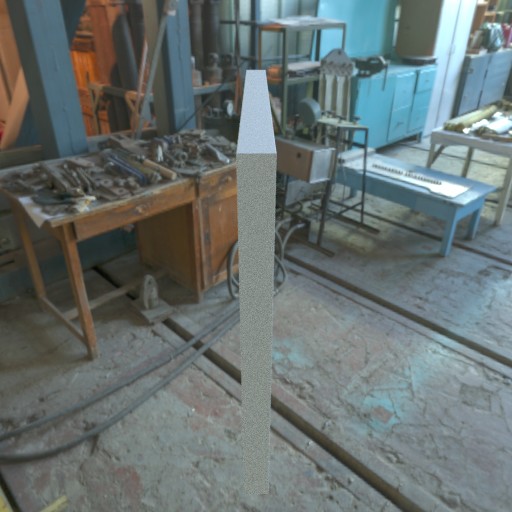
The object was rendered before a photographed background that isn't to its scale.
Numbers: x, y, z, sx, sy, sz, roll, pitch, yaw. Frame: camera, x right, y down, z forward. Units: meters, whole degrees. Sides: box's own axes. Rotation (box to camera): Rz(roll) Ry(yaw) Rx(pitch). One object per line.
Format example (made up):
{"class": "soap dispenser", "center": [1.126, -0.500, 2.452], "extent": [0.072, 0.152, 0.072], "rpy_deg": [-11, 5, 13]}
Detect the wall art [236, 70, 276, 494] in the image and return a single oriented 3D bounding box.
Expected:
{"class": "wall art", "center": [0.000, 0.000, 0.737], "extent": [0.035, 0.507, 0.508], "rpy_deg": [0, 30, 0]}
